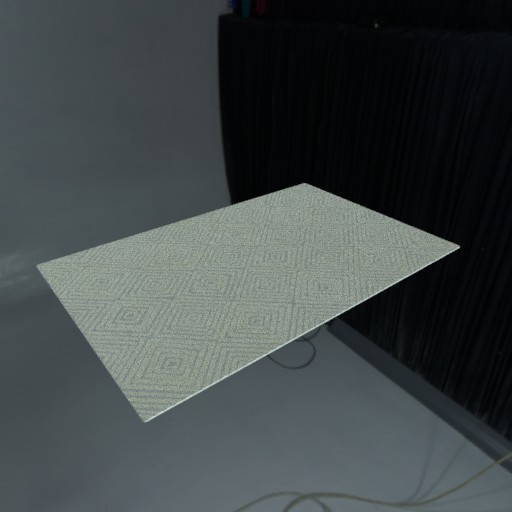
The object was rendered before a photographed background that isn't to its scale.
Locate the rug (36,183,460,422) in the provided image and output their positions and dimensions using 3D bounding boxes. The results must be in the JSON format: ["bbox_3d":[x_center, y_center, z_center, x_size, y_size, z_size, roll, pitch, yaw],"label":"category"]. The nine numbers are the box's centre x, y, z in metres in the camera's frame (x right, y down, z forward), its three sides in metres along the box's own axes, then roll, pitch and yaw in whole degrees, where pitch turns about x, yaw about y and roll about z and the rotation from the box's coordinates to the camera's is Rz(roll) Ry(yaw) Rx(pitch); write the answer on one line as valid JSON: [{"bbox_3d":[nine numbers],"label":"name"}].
[{"bbox_3d":[0.000,0.000,2.182,1.753,0.008,1.143,-22,36,-32],"label":"rug"}]
